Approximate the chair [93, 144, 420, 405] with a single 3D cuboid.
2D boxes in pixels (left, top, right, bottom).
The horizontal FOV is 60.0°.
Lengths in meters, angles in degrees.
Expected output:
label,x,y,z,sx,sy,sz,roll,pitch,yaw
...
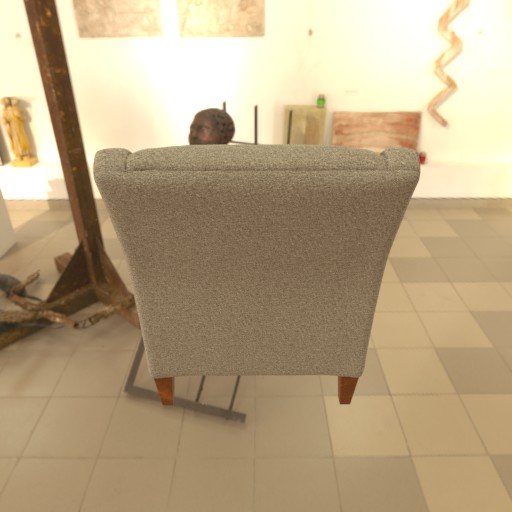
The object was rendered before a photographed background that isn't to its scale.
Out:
label,x,y,z,sx,sy,sz,roll,pitch,yaw
chair,0.000,0.000,1.603,0.774,1.016,0.870,0,30,0
